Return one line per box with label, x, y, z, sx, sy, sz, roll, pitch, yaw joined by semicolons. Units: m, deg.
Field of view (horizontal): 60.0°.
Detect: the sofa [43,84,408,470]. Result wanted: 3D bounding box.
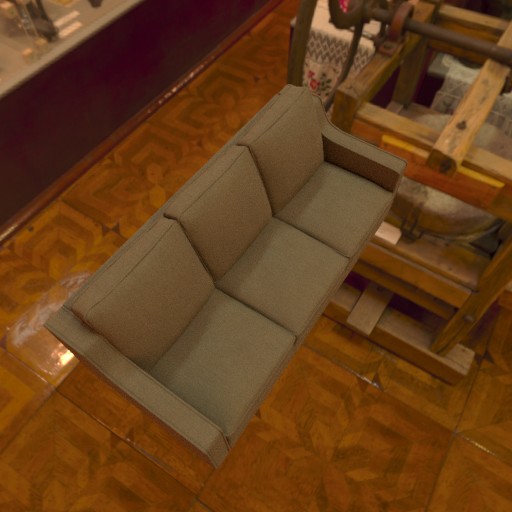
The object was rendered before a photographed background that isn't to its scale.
sofa;0.000;0.000;2.509;0.911;0.974;1.986;30;63;18
